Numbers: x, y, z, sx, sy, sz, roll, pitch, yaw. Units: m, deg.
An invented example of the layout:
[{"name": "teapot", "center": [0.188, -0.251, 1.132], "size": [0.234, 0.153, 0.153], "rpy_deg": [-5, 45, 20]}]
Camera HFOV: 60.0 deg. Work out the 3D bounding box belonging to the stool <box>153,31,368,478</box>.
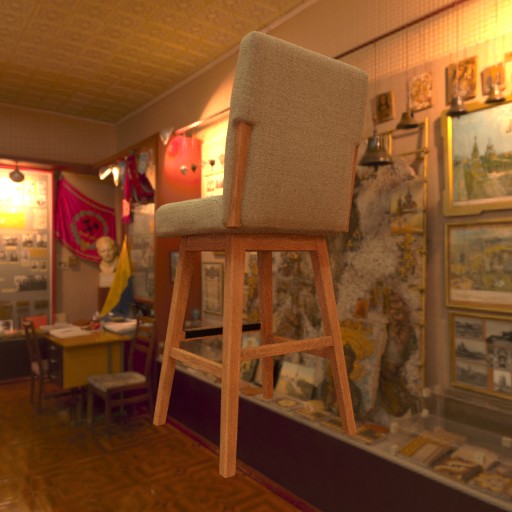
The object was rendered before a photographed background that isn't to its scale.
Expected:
[{"name": "stool", "center": [0.000, 0.000, 1.404], "size": [0.483, 1.106, 0.569], "rpy_deg": [0, 0, -36]}]
